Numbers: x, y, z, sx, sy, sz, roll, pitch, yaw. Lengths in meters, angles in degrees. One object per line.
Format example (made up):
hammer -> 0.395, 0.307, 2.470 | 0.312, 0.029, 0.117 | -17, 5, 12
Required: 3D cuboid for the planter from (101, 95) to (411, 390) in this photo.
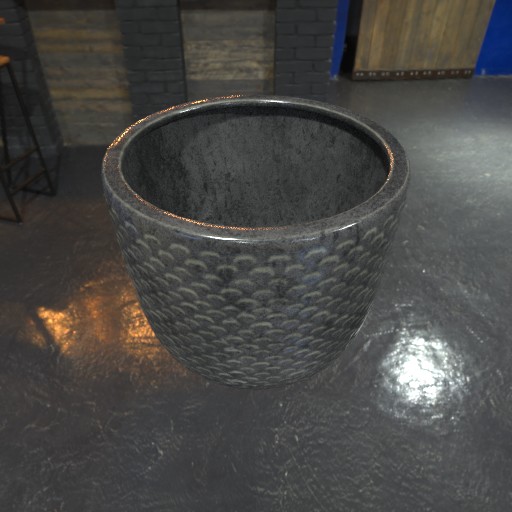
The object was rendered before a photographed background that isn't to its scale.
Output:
planter -> 0.000, 0.000, 0.244 | 0.140, 0.129, 0.140 | 0, 40, 0
